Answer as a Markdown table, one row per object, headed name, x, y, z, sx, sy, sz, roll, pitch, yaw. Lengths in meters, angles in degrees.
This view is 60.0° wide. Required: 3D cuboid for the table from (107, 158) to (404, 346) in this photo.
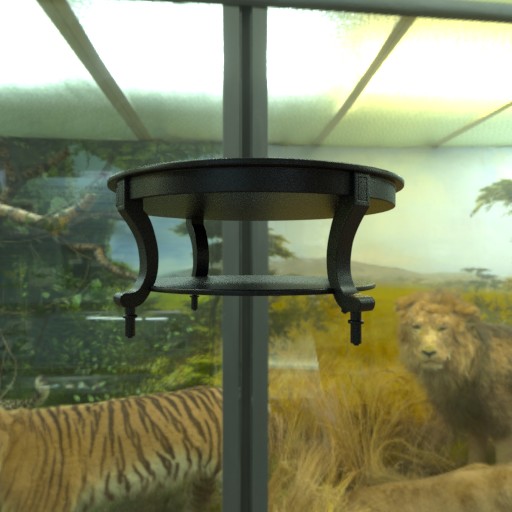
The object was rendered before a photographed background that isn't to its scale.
| name | x | y | z | sx | sy | sz | roll | pitch | yaw |
| --- | --- | --- | --- | --- | --- | --- | --- | --- | --- |
| table | 0.000 | 0.000 | 1.608 | 1.029 | 0.491 | 1.029 | 0 | 0 | 0 |
